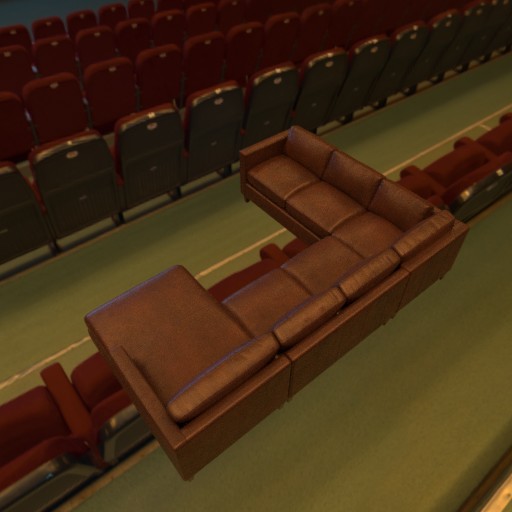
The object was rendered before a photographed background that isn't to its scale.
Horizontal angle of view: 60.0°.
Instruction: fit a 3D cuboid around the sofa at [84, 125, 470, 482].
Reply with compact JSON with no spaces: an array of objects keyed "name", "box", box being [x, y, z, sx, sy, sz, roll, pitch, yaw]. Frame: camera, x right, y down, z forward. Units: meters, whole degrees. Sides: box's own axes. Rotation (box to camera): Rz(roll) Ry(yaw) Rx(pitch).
[{"name":"sofa","box":[0.000,0.000,4.383,3.324,0.891,2.452,-30,53,-26]}]
